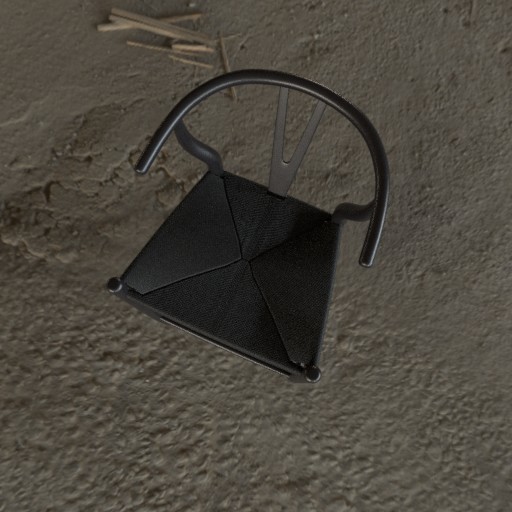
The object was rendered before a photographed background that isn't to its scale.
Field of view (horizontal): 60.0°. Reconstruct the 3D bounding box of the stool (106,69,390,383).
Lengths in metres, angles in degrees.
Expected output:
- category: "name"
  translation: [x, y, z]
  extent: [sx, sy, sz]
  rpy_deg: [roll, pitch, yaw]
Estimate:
- category: "stool"
  translation: [0.000, 0.000, 1.348]
  extent: [0.569, 0.970, 0.579]
  rpy_deg: [23, 75, 6]
